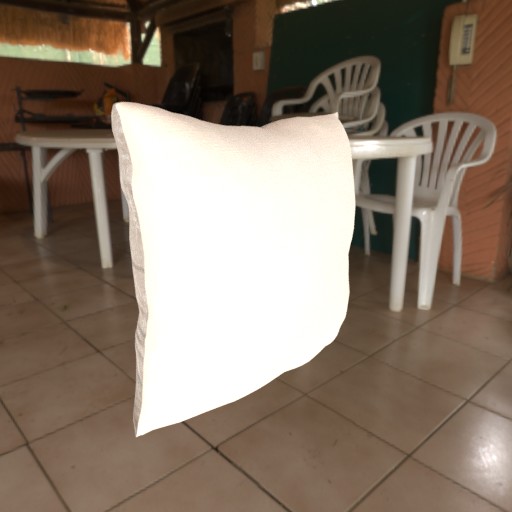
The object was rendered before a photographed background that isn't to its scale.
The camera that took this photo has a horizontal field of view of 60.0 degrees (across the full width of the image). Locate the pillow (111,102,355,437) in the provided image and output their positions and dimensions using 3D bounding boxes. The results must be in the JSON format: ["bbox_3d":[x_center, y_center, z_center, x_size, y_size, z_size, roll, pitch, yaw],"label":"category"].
[{"bbox_3d":[0.000,0.000,0.702,0.450,0.448,0.245,-15,22,-42],"label":"pillow"}]
